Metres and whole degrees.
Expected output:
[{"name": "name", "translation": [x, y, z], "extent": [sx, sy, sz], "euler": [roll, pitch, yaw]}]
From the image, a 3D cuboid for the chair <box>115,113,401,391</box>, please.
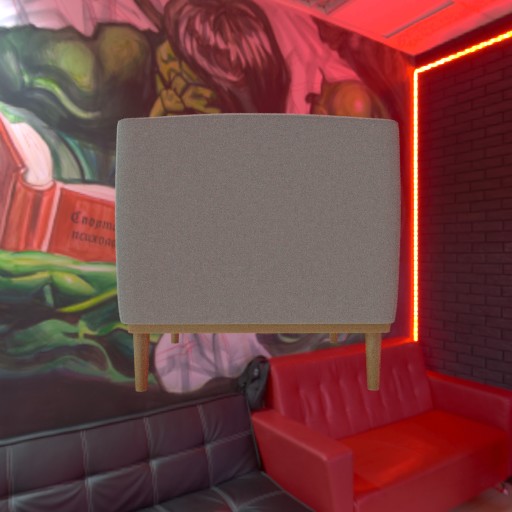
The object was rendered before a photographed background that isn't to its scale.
[{"name": "chair", "translation": [0.000, 0.000, 1.710], "extent": [0.946, 0.818, 0.951], "euler": [0, 0, -1]}]
